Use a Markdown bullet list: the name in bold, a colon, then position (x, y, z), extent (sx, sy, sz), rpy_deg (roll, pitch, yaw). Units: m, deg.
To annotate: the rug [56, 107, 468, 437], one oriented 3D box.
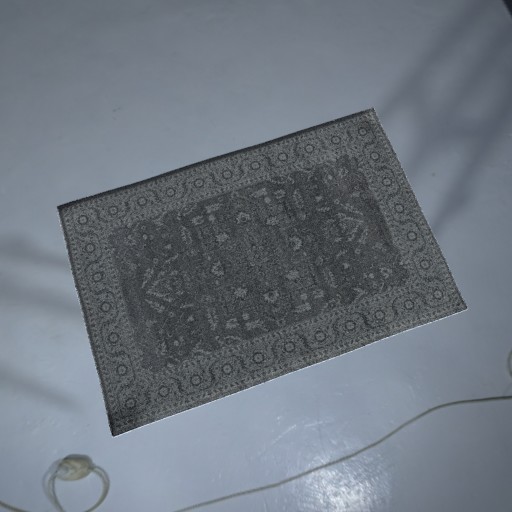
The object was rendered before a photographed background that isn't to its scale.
- **rug**: position (0.000, 0.000, 2.271), extent (1.828, 0.019, 1.209), rpy_deg (-19, 76, -5)
